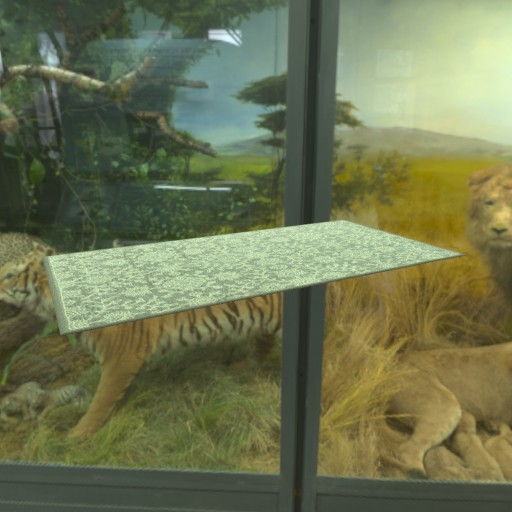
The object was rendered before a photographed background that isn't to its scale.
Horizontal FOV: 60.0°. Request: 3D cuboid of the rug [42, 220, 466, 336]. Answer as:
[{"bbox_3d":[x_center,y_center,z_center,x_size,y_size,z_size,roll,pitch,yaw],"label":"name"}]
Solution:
[{"bbox_3d":[0.000,0.000,3.574,3.048,0.011,1.546,-9,19,-27],"label":"rug"}]
